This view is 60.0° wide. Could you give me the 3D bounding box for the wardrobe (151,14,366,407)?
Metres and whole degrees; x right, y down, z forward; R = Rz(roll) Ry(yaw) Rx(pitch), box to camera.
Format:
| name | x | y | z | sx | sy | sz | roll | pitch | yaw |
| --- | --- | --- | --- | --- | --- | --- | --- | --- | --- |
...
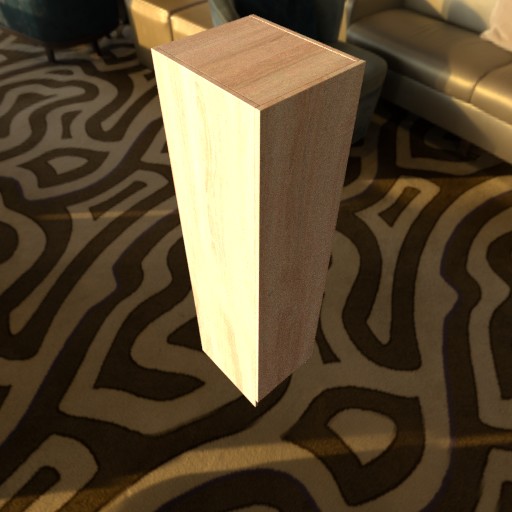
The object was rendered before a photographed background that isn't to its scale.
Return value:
| name | x | y | z | sx | sy | sz | roll | pitch | yaw |
| --- | --- | --- | --- | --- | --- | --- | --- | --- | --- |
| wardrobe | 0.000 | 0.000 | 2.351 | 0.496 | 2.117 | 0.588 | -34 | 56 | -27 |
